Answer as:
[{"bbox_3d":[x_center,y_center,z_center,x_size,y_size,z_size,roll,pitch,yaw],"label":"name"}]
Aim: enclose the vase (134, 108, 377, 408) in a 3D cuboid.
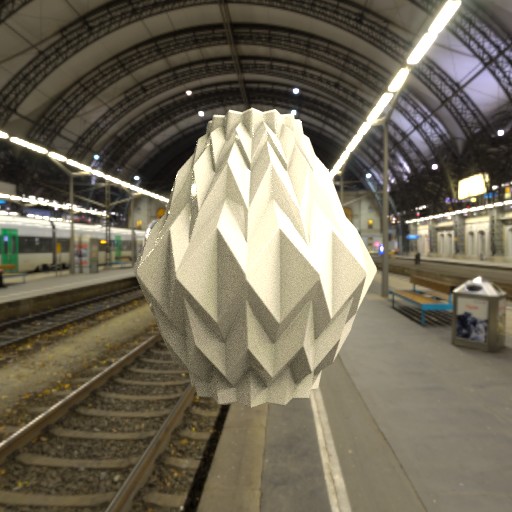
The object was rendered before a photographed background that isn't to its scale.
[{"bbox_3d":[0.000,0.000,0.308,0.164,0.185,0.164,0,1,0],"label":"vase"}]
